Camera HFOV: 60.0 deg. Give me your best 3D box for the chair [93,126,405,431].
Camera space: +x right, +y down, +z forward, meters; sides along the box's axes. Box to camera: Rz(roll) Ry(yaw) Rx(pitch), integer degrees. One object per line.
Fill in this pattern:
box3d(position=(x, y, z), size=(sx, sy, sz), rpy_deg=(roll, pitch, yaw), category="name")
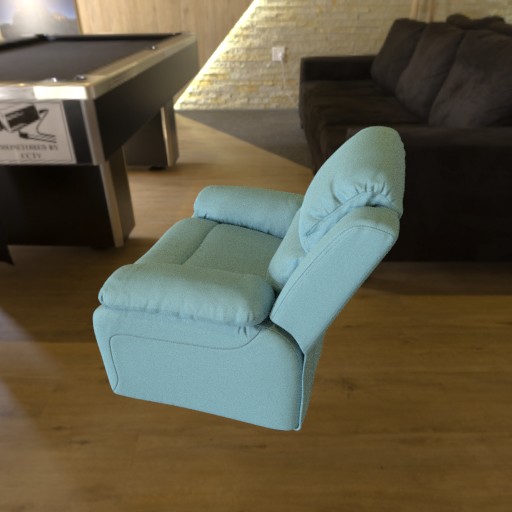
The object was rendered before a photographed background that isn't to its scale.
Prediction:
box3d(position=(0.000, 0.000, 1.236), size=(0.709, 0.702, 0.680), rpy_deg=(9, 32, 14), category="chair")
